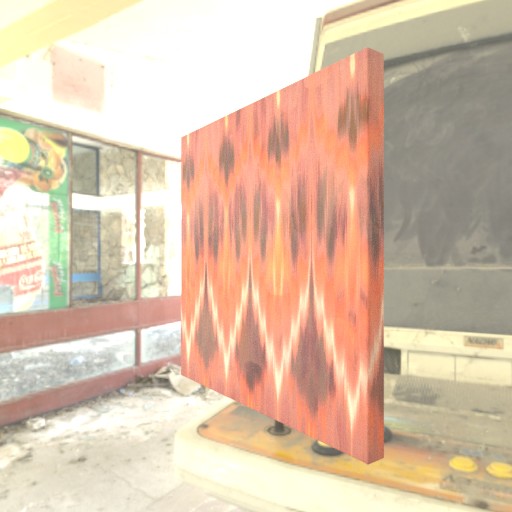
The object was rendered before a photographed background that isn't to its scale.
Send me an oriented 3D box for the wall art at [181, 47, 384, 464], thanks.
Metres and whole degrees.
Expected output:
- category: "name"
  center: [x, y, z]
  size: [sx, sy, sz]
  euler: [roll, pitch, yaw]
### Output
- category: "wall art"
  center: [0.000, 0.000, 0.898]
  size: [0.037, 0.609, 0.603]
  euler: [0, 0, -36]
